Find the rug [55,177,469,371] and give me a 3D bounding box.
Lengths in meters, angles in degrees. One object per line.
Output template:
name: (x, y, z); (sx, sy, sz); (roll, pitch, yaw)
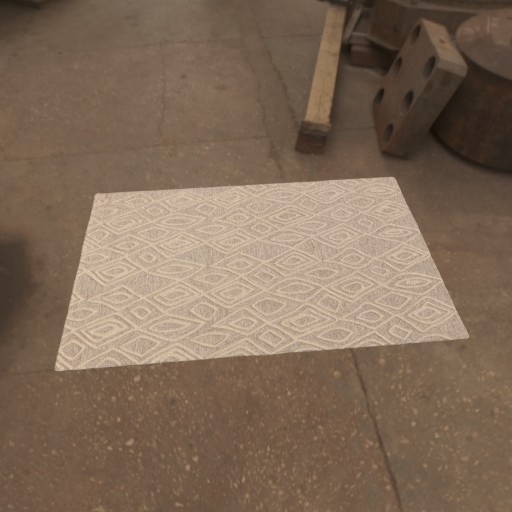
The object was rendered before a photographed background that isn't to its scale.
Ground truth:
rug: (0.000, 0.000, 3.091); (2.442, 0.010, 1.546); (-4, 49, -3)
